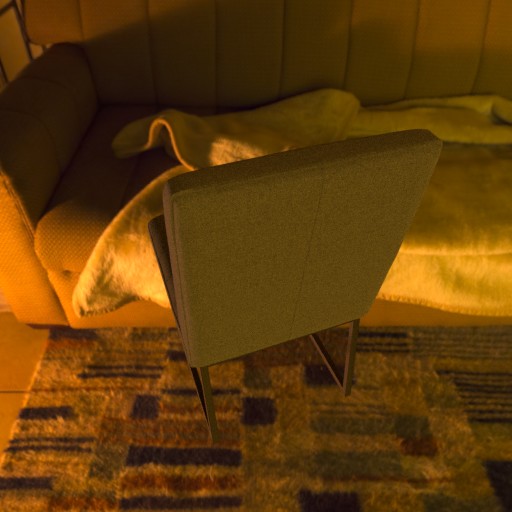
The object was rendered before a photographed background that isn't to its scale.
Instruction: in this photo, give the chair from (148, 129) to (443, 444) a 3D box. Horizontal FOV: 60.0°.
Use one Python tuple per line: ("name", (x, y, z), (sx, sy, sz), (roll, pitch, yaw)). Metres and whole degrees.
("chair", (0.000, 0.000, 1.244), (0.520, 0.930, 0.634), (-14, 44, -15))
